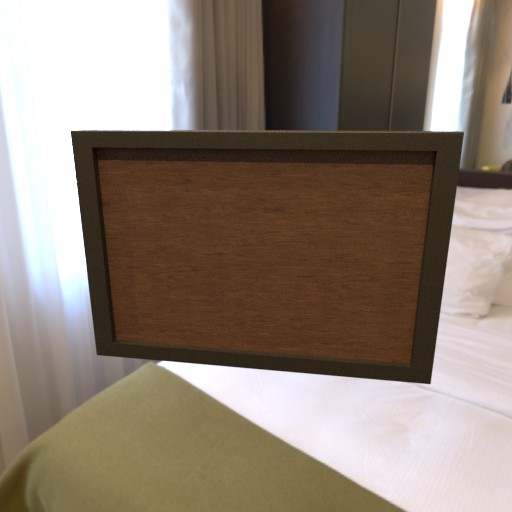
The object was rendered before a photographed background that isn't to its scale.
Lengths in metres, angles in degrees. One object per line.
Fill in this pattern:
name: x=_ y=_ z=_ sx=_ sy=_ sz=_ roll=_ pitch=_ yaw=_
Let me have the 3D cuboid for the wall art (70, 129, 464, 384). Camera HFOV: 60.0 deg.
wall art: x=0.000 y=0.000 z=0.838 sx=0.671 sy=0.456 sz=0.051 roll=3 pitch=17 yaw=9
